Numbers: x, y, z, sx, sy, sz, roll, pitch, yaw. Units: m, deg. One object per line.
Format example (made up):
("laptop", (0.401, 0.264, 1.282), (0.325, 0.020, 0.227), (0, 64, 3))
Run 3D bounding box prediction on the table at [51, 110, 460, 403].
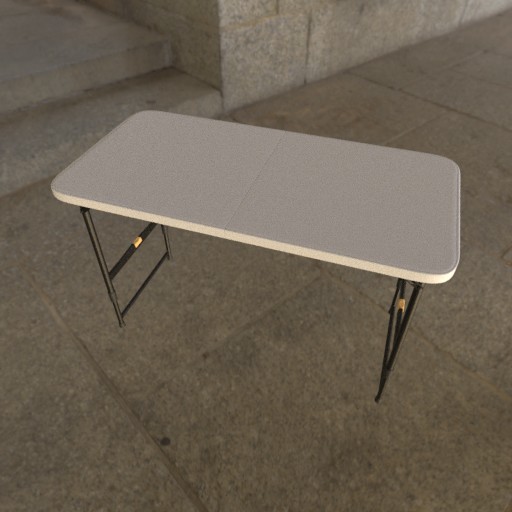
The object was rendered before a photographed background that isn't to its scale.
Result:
("table", (0.000, 0.000, 1.675), (1.245, 0.737, 0.611), (13, 44, 14))
